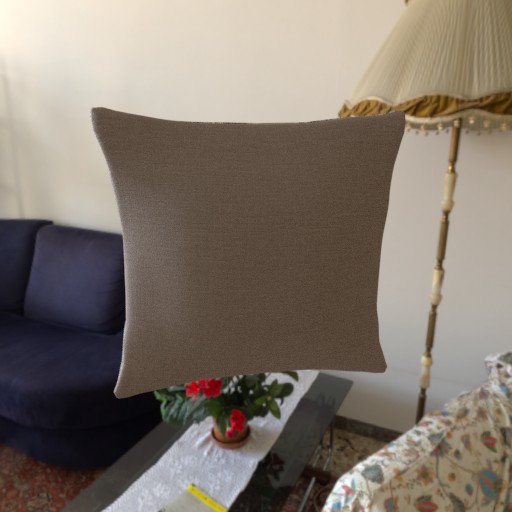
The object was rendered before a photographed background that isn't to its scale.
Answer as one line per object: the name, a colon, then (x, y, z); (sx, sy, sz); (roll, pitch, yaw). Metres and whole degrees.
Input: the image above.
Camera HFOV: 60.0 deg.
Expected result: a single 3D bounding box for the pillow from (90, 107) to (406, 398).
pillow: (0.000, 0.000, 0.658); (0.435, 0.416, 0.189); (-3, 16, -10)
